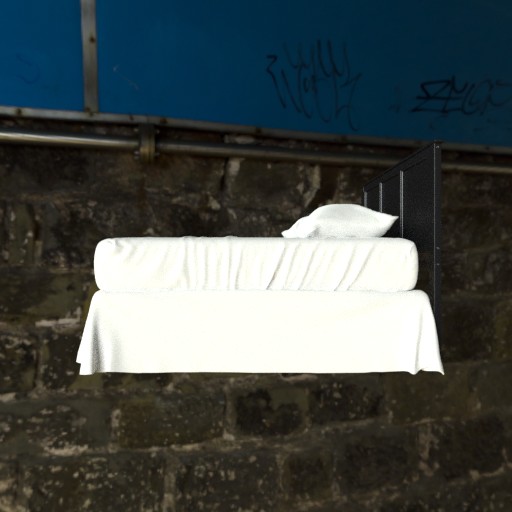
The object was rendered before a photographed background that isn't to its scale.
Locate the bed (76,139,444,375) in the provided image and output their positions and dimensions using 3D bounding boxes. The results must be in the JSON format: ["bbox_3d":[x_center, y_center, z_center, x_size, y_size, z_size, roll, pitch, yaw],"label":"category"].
[{"bbox_3d":[0.000,0.000,3.220,2.050,1.270,1.870,0,0,-1],"label":"bed"}]
